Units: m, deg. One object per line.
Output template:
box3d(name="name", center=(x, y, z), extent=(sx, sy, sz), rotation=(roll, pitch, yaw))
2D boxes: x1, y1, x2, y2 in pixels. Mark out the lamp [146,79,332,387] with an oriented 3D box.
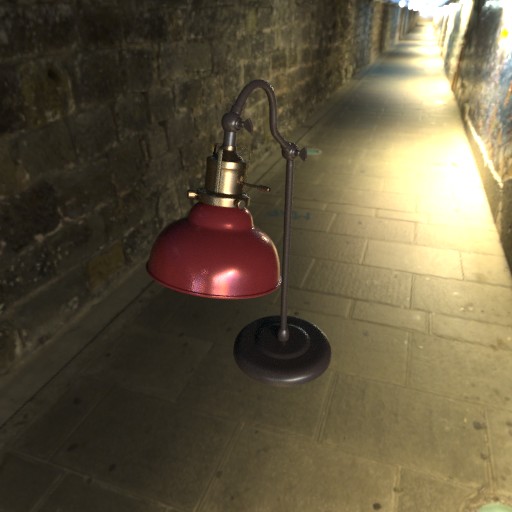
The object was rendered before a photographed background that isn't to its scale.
box3d(name="lamp", center=(0.000, 0.000, 0.682), extent=(0.192, 0.508, 0.374), rotation=(18, 34, 30))
